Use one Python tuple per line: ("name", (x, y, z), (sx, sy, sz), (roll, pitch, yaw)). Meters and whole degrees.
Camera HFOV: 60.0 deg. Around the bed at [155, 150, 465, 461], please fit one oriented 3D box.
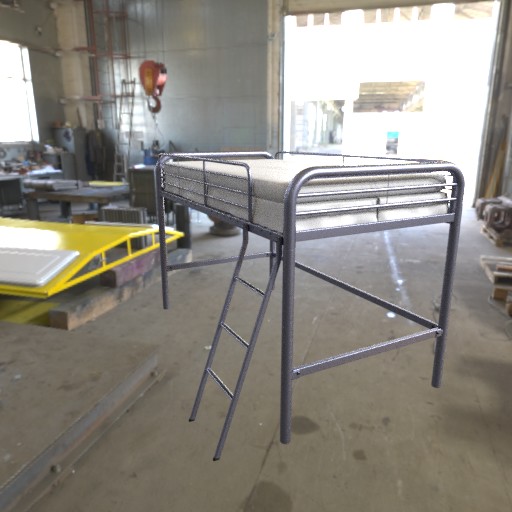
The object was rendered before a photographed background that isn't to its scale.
("bed", (0.000, 0.000, 2.926), (1.415, 1.288, 1.965), (-8, 17, -27))
